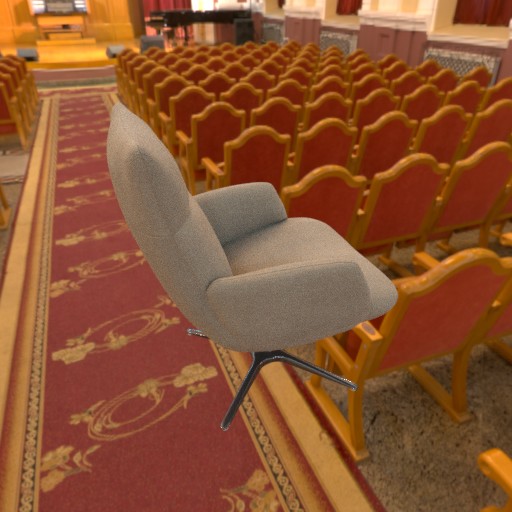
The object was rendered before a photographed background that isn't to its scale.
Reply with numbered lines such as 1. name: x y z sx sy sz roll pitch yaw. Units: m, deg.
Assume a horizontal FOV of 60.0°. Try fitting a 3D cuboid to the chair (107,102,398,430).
1. chair: 0.000 0.000 1.579 0.889 1.016 0.711 -11 32 -17
